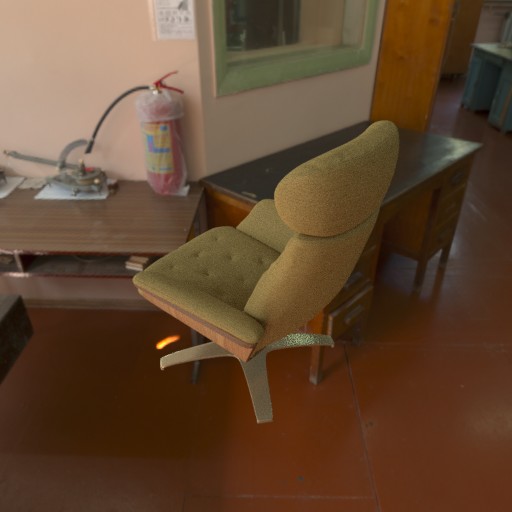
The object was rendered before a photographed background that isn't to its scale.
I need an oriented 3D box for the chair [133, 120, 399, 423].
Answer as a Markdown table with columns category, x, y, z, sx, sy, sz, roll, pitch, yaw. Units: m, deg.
| category | x | y | z | sx | sy | sz | roll | pitch | yaw |
| --- | --- | --- | --- | --- | --- | --- | --- | --- | --- |
| chair | 0.000 | 0.000 | 1.590 | 0.837 | 0.995 | 0.785 | 21 | 38 | 29 |
